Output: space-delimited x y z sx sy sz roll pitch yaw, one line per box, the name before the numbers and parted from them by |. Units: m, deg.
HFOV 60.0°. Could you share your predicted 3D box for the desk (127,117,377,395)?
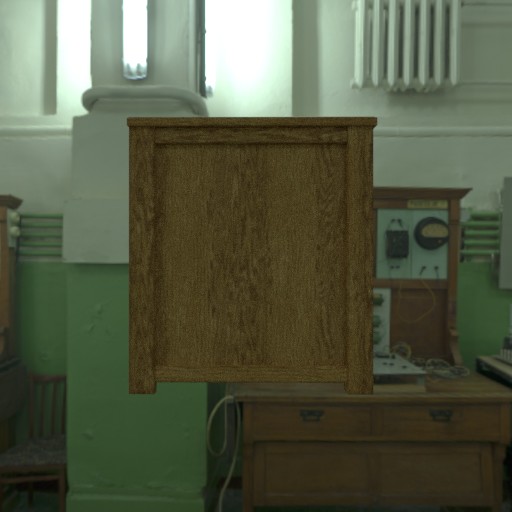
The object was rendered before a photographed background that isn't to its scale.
desk | 0.000 0.000 1.975 0.685 0.751 1.567 0 0 0
